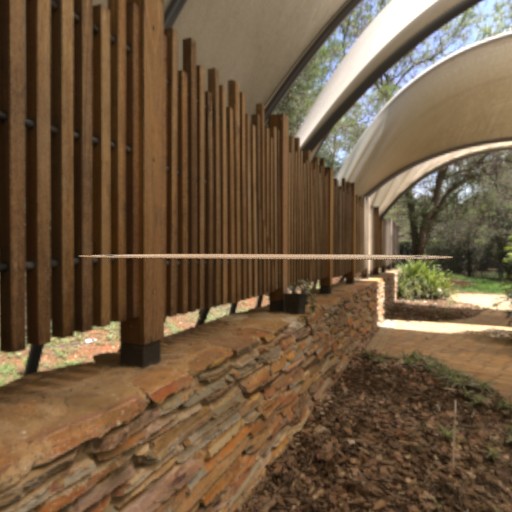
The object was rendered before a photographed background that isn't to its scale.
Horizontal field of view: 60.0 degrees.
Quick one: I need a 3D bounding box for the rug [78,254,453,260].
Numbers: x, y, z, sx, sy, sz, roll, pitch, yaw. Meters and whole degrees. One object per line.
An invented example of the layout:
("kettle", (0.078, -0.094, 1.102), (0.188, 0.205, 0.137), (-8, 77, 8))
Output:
("rug", (0.000, 0.000, 2.995), (2.432, 0.006, 1.520), (0, 1, 17))
